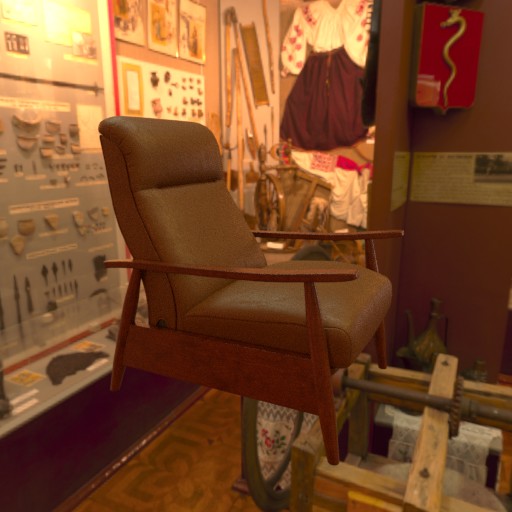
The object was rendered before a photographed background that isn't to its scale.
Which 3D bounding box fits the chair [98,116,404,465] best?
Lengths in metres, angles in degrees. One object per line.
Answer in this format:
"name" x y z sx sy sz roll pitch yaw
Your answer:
"chair" 0.000 0.000 1.784 1.014 1.082 0.762 7 15 27
